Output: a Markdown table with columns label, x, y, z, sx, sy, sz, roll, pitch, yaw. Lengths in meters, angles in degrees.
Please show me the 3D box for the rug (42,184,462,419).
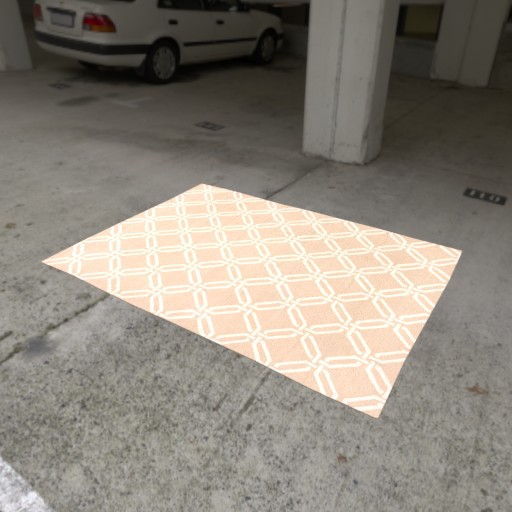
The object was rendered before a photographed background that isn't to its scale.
| label | x | y | z | sx | sy | sz | roll | pitch | yaw |
| --- | --- | --- | --- | --- | --- | --- | --- | --- | --- |
| rug | 0.000 | 0.000 | 4.336 | 3.365 | 0.020 | 2.452 | 18 | 35 | 28 |
